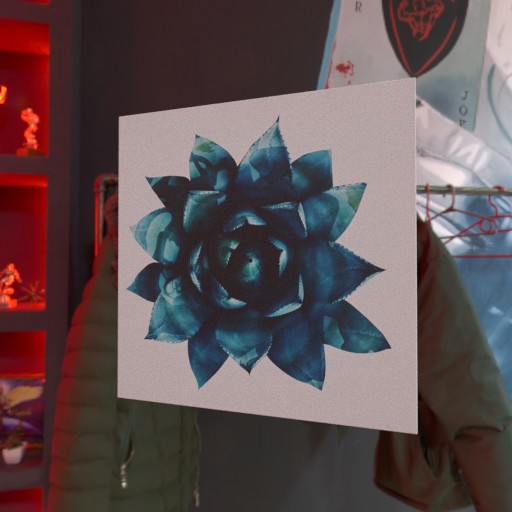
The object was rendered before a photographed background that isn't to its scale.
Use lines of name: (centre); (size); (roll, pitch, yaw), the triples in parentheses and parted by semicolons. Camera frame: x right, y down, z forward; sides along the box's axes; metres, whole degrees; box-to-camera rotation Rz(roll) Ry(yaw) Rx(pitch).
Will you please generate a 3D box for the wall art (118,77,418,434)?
wall art: (0.000, 0.000, 0.447); (0.305, 0.305, 0.038); (0, -1, 20)
